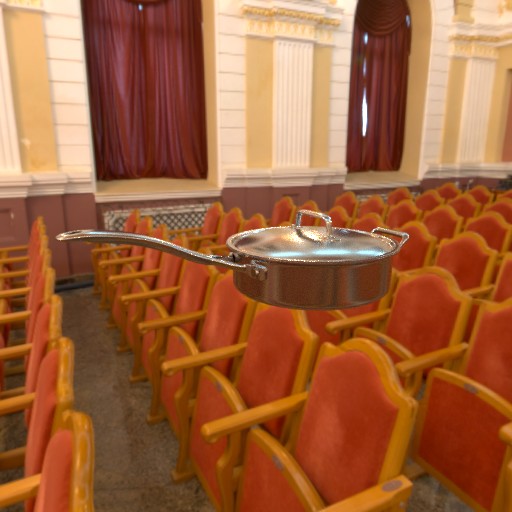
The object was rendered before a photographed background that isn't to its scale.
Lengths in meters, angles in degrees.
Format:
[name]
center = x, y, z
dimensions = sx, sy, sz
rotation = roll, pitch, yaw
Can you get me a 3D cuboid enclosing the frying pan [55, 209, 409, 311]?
[frying pan]
center = 0.000, 0.000, 0.603
dimensions = 0.492, 0.111, 0.245
rotation = -7, 15, -25
